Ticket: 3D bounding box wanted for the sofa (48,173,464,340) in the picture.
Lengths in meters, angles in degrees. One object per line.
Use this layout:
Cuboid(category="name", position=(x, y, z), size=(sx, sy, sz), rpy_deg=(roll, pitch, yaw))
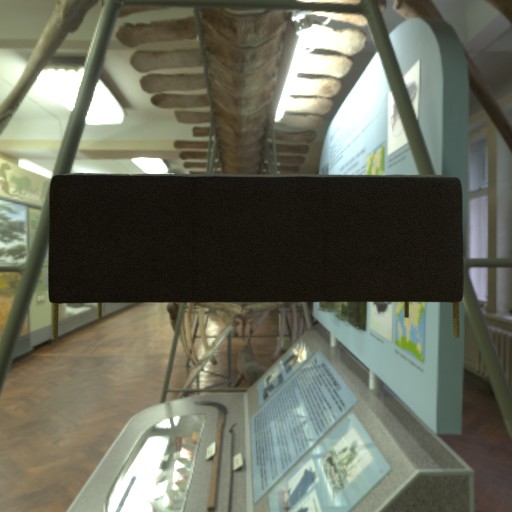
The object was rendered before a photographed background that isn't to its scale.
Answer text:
Cuboid(category="sofa", position=(0.000, 0.000, 2.457), size=(1.980, 0.780, 0.876), rpy_deg=(0, 0, -2))
